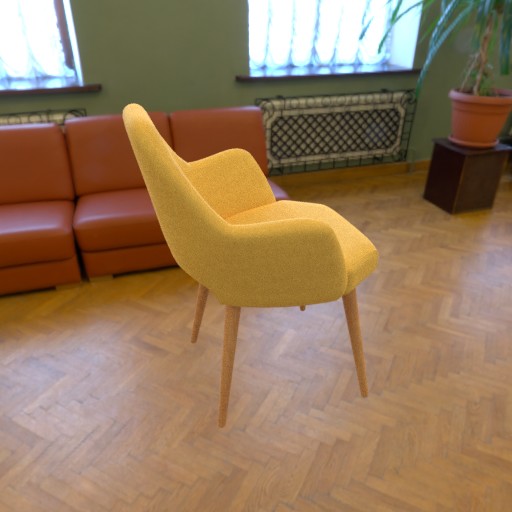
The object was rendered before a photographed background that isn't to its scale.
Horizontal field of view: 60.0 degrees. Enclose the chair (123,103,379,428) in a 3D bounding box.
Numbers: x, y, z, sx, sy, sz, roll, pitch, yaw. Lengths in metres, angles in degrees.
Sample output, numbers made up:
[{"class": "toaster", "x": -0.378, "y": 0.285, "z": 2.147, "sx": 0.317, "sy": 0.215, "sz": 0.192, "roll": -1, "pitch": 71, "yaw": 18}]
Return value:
[{"class": "chair", "x": 0.000, "y": 0.000, "z": 1.255, "sx": 0.610, "sy": 0.840, "sz": 0.590, "roll": -10, "pitch": 31, "yaw": -16}]
